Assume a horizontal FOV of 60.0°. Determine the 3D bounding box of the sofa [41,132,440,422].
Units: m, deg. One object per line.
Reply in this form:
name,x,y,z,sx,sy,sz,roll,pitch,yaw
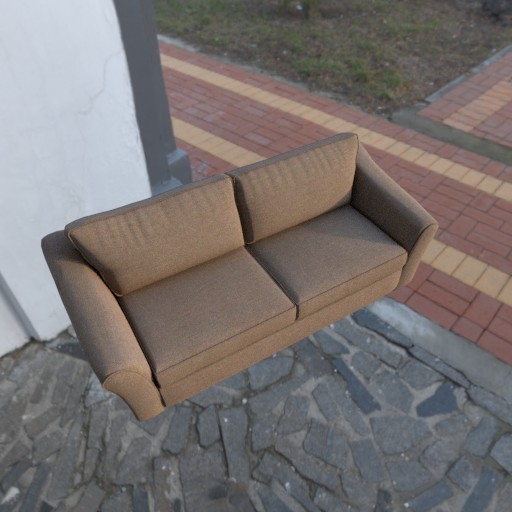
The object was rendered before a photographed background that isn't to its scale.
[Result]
sofa,0.000,0.000,2.799,2.270,0.906,0.986,-23,49,-21
